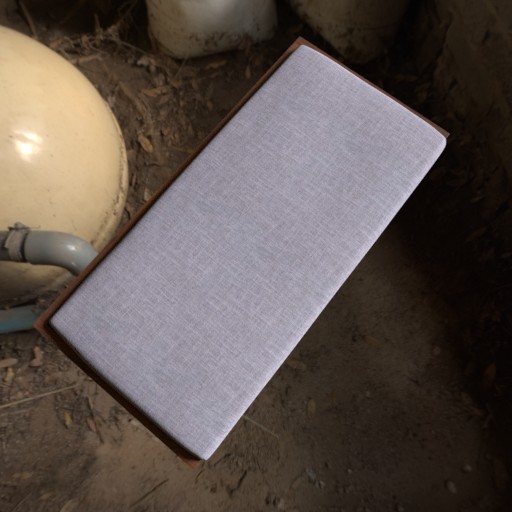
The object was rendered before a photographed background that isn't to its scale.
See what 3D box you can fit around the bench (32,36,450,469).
[{"bbox_3d":[0.000,0.000,0.973,0.362,0.461,0.734,38,78,10],"label":"bench"}]
